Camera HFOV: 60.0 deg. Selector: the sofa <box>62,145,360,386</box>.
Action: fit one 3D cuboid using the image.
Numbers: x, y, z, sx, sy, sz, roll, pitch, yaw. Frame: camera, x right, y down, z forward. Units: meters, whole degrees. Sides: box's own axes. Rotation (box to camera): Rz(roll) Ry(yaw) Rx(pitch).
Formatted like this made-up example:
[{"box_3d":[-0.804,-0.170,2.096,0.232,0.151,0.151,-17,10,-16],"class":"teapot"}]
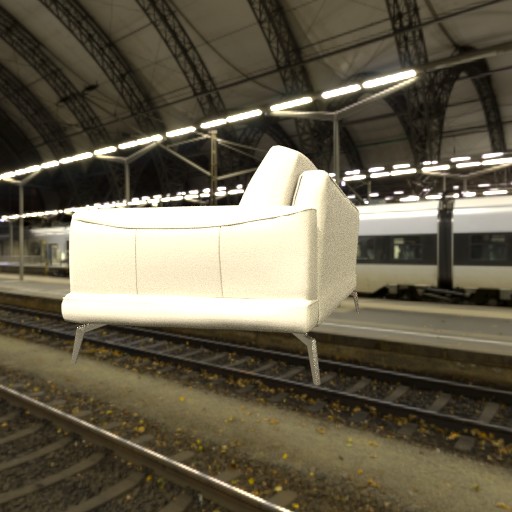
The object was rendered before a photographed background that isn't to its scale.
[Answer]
[{"box_3d":[0.000,0.000,2.715,1.121,0.930,2.177,0,0,17],"class":"sofa"}]
